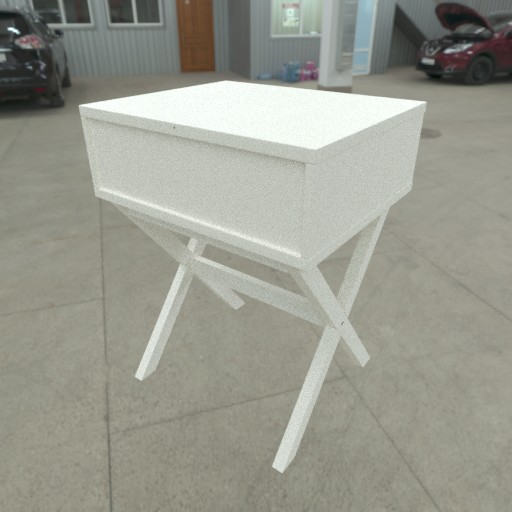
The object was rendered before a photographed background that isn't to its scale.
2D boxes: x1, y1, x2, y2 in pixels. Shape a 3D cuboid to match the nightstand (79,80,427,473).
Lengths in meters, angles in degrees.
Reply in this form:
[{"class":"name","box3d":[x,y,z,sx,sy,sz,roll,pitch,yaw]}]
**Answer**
[{"class":"nightstand","box3d":[0.000,0.000,0.943,0.479,0.623,0.402,20,34,32]}]
